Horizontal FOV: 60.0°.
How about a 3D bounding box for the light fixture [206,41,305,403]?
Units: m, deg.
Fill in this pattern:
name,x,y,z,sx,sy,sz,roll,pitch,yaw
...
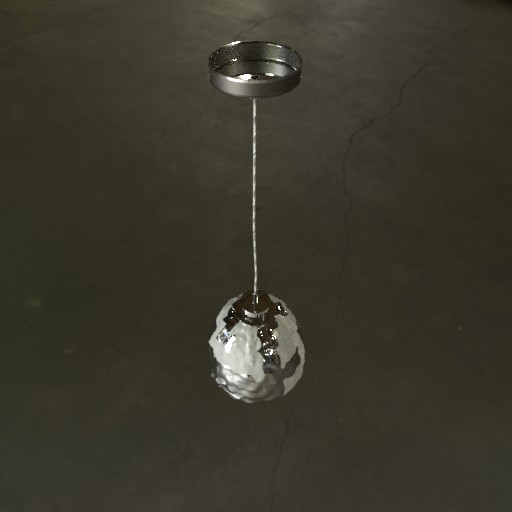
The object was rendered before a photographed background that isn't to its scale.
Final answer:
name,x,y,z,sx,sy,sz,roll,pitch,yaw
light fixture,0.000,0.000,1.723,0.500,1.511,0.496,17,49,16
